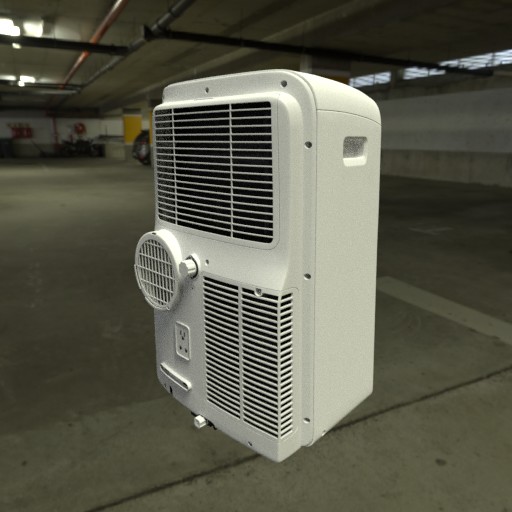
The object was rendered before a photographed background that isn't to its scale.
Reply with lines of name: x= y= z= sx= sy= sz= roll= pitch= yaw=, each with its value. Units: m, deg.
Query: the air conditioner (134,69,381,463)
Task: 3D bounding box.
air conditioner: x=0.000 y=0.000 z=0.956 sx=0.365 sy=0.700 sz=0.454 roll=-14 pitch=20 yaw=-43
